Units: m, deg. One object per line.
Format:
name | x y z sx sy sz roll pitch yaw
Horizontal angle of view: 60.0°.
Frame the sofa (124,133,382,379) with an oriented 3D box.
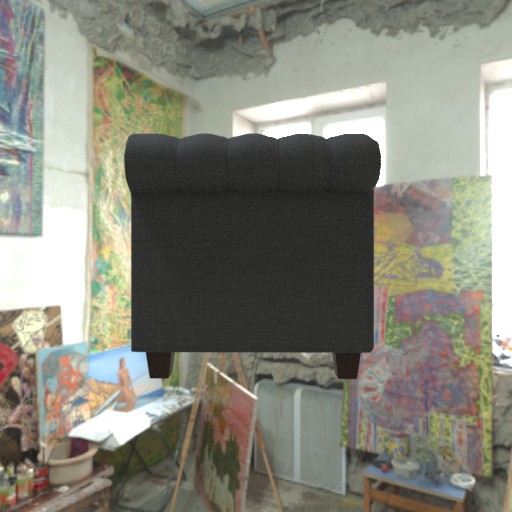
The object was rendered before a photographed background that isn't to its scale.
sofa | 0.000 0.000 2.203 0.783 0.797 1.798 0 0 1
